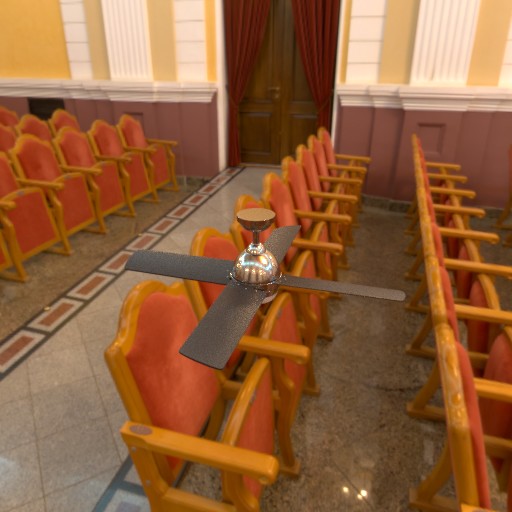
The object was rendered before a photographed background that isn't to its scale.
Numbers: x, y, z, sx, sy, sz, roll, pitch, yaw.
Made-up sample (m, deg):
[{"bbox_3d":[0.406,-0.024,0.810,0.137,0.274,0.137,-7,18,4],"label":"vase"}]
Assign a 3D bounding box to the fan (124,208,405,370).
[{"bbox_3d":[0.000,0.000,2.026,1.332,0.403,1.332,7,26,15],"label":"fan"}]
